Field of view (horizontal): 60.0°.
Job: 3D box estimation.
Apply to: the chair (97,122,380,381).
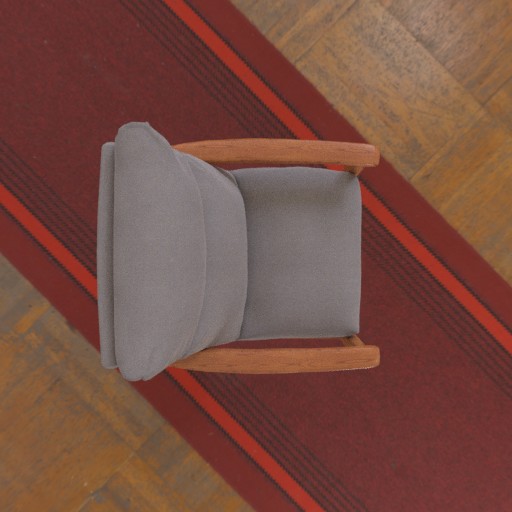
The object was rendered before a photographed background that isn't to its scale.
[{"bbox_3d":[0.000,0.000,1.508,0.816,0.922,0.782,0,90,0],"label":"chair"}]
